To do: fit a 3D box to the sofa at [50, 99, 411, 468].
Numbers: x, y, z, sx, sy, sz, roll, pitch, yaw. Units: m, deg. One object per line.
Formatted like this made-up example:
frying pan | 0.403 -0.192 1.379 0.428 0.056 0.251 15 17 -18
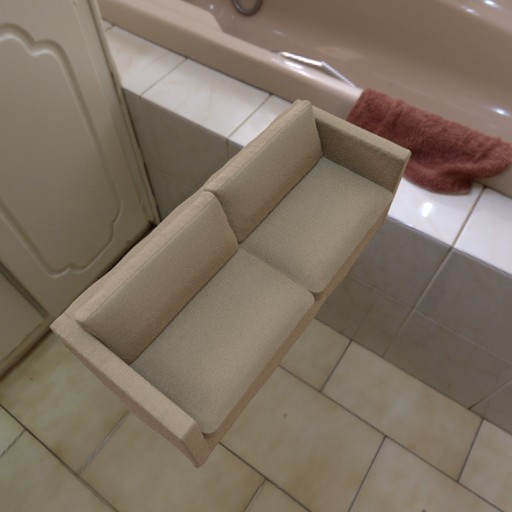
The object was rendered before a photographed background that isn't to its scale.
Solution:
sofa | 0.000 0.000 2.843 0.962 0.853 2.312 32 62 19
